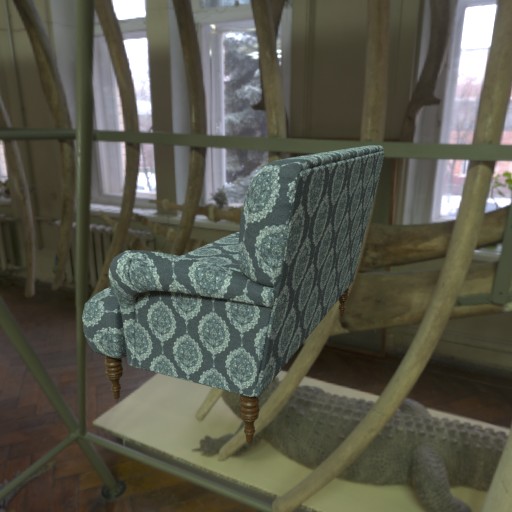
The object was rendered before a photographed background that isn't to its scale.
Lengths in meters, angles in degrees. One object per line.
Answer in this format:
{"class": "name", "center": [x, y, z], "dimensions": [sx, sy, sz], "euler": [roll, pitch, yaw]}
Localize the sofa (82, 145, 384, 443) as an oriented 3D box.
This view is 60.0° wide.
{"class": "sofa", "center": [0.000, 0.000, 1.831], "dimensions": [0.779, 0.867, 1.297], "euler": [8, 18, 25]}
